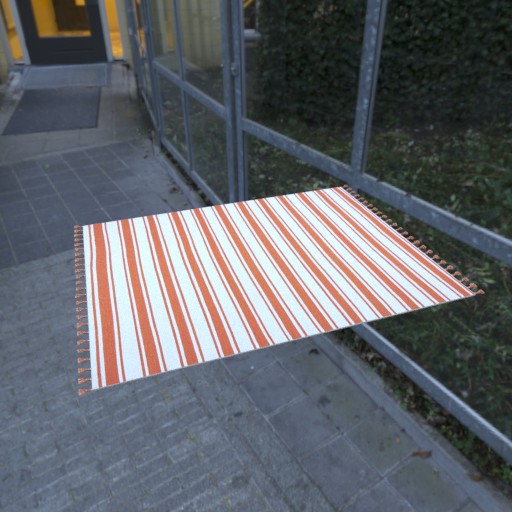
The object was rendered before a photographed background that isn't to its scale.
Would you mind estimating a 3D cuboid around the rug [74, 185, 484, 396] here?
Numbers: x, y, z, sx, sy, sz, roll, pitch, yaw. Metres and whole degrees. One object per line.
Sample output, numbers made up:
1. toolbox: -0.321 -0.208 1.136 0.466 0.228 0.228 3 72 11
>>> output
1. rug: 0.000 0.000 4.358 3.369 0.035 2.451 -11 34 -16
